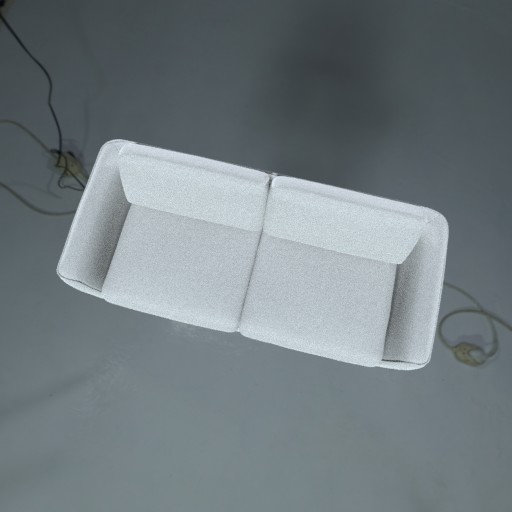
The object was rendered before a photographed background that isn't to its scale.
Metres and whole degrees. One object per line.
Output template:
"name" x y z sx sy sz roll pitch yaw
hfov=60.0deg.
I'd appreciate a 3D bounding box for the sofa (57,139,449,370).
"sofa" 0.000 0.000 2.550 2.000 0.850 0.920 13 74 4
